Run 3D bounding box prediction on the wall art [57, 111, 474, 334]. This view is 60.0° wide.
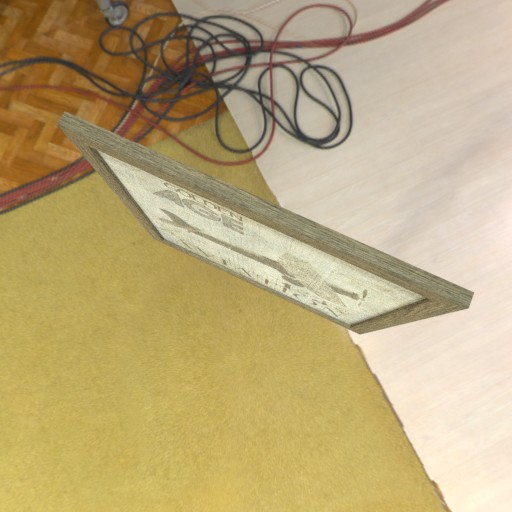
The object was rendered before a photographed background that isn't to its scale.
[{"bbox_3d":[0.000,0.000,0.744,0.508,0.508,0.019,25,78,6],"label":"wall art"}]
